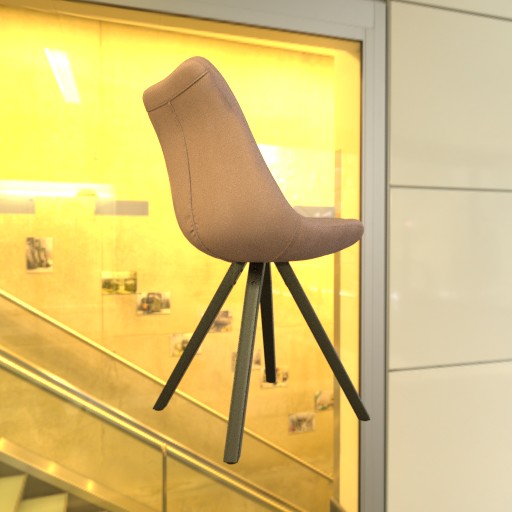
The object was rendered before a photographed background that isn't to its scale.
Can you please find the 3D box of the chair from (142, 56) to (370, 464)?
[{"bbox_3d":[0.000,0.000,1.204,0.547,0.865,0.483,-1,2,-36],"label":"chair"}]
